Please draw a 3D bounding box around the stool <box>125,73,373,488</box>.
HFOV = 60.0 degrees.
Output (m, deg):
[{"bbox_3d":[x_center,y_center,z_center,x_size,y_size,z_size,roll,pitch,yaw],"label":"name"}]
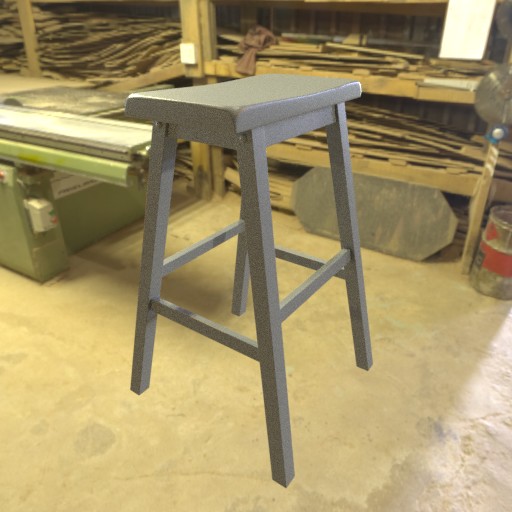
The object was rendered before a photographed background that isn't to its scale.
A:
[{"bbox_3d":[0.000,0.000,1.022,0.476,0.737,0.457,18,33,31],"label":"stool"}]
